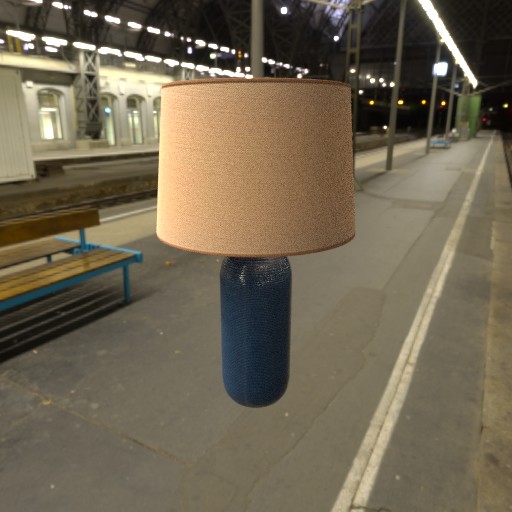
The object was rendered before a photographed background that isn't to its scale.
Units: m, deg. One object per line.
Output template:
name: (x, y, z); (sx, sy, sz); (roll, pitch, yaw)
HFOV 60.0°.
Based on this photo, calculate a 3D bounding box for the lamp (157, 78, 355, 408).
lamp: (0.000, 0.000, 0.852); (0.367, 0.609, 0.367); (0, 17, 0)
